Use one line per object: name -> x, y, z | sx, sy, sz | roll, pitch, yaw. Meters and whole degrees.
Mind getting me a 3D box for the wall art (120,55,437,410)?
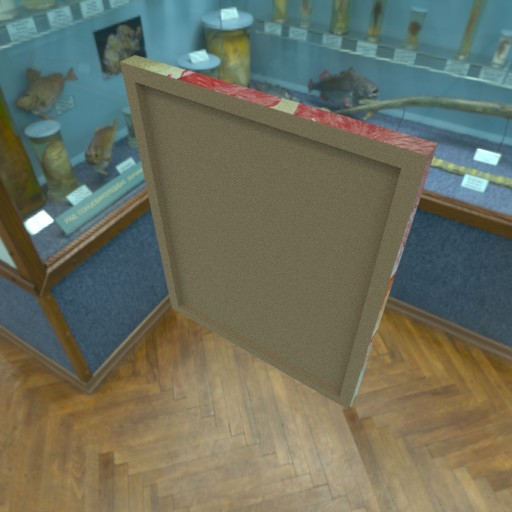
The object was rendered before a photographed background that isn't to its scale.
wall art -> 0.000, 0.000, 0.680 | 0.406, 0.508, 0.028 | 25, 50, 23
